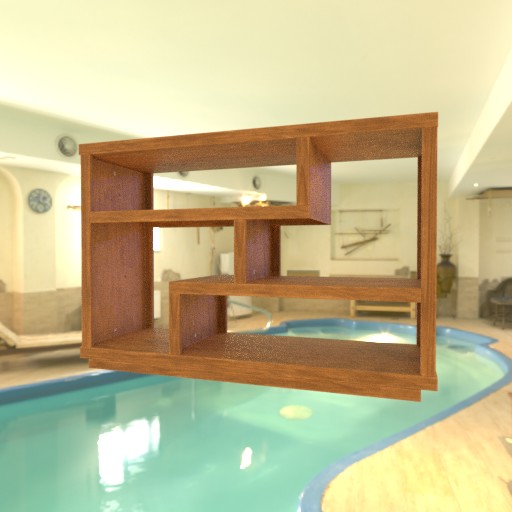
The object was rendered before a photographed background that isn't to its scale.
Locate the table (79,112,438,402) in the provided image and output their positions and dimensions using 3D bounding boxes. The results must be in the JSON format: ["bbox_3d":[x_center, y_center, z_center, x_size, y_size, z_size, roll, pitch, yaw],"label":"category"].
[{"bbox_3d":[0.000,0.000,1.544,1.151,0.771,0.410,0,1,18],"label":"table"}]
